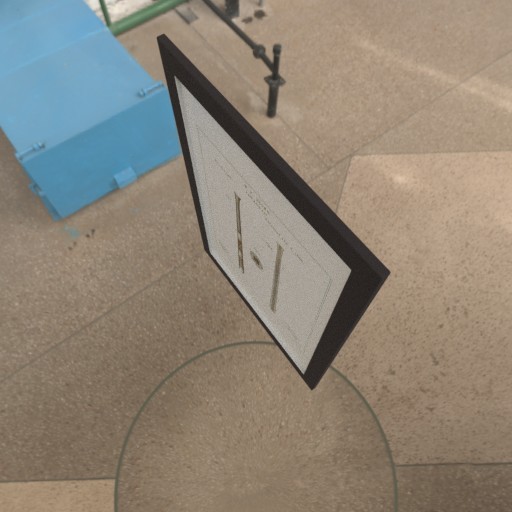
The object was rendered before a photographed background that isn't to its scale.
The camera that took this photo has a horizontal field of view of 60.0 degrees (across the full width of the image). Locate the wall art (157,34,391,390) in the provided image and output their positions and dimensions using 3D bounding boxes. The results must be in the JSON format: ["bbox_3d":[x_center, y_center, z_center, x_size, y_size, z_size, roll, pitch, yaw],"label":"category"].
[{"bbox_3d":[0.000,0.000,0.677,0.012,0.529,0.374,-33,68,-15],"label":"wall art"}]
